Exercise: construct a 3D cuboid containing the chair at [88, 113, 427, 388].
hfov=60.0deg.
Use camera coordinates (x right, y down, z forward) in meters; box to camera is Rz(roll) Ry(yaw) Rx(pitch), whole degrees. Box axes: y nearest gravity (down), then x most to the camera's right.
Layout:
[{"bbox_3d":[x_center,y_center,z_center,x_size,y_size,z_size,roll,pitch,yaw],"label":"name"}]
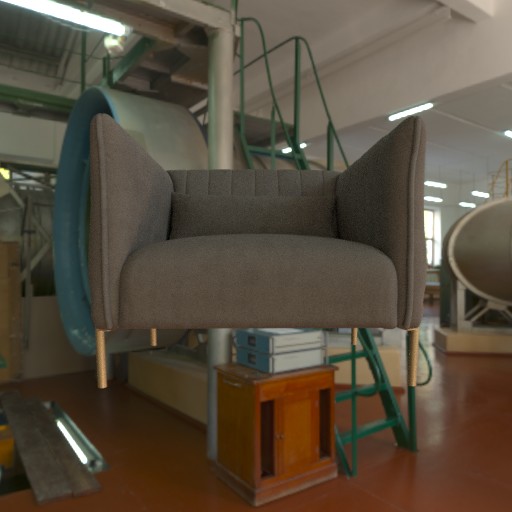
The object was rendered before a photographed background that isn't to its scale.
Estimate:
[{"bbox_3d":[0.000,0.000,1.620,0.981,0.779,0.873,0,-1,-1],"label":"chair"}]
